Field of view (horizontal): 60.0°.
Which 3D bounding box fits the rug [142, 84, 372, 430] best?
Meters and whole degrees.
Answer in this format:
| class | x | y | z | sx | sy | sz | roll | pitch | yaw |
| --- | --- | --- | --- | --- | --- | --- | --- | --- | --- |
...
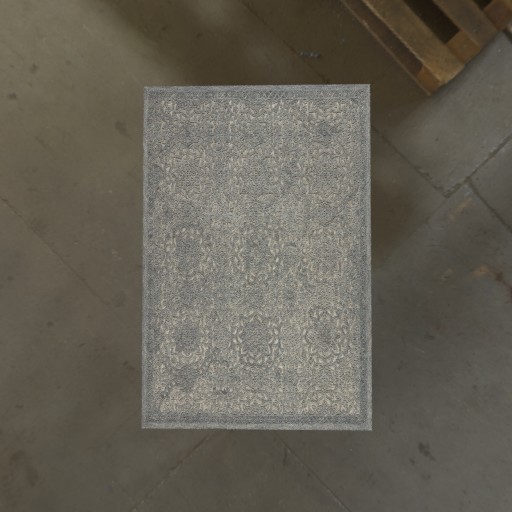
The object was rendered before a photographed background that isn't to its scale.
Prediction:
| class | x | y | z | sx | sy | sz | roll | pitch | yaw |
| --- | --- | --- | --- | --- | --- | --- | --- | --- | --- |
| rug | 0.000 | 0.000 | 2.348 | 1.208 | 0.012 | 1.819 | 0 | 89 | 1 |
